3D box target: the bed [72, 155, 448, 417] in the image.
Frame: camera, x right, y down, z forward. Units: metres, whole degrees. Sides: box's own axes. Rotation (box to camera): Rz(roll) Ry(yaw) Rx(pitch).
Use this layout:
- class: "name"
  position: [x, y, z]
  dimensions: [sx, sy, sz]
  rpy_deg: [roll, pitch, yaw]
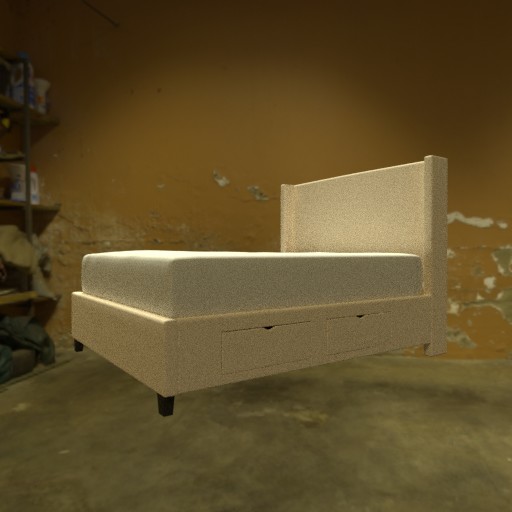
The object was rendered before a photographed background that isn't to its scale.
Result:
- class: "bed"
  position: [0.000, 0.000, 3.384]
  dimensions: [2.280, 1.471, 1.765]
  rpy_deg: [0, 1, -35]
